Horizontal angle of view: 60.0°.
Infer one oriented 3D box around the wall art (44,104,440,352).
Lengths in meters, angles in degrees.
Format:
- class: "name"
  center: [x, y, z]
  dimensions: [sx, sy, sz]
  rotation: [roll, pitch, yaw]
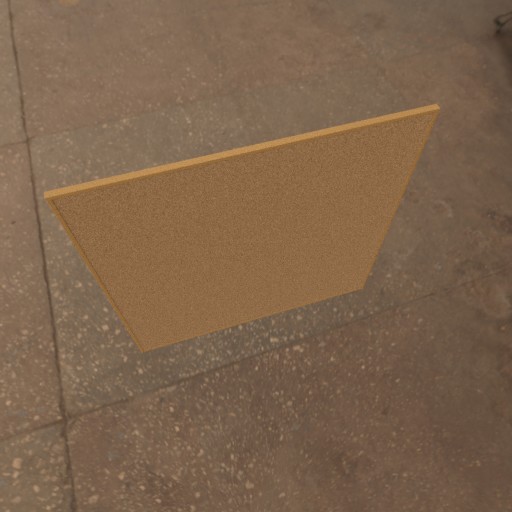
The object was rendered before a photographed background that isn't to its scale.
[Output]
- class: "wall art"
  center: [0.000, 0.000, 0.986]
  dimensions: [0.657, 0.655, 0.014]
  rotation: [-15, 59, -9]
